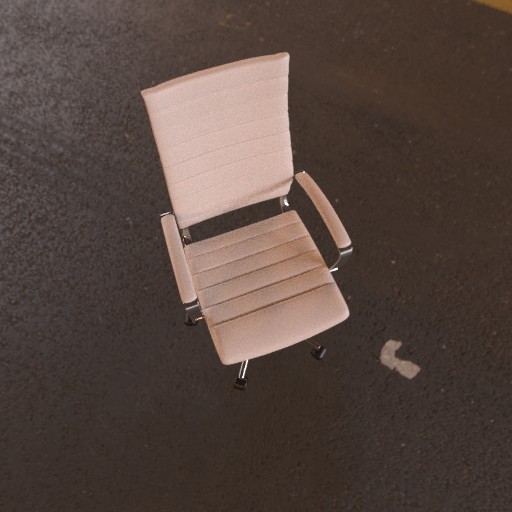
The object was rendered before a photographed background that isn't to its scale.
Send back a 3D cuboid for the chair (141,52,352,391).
[{"bbox_3d":[0.000,0.000,1.608,0.679,1.149,0.679,-19,65,-9],"label":"chair"}]
